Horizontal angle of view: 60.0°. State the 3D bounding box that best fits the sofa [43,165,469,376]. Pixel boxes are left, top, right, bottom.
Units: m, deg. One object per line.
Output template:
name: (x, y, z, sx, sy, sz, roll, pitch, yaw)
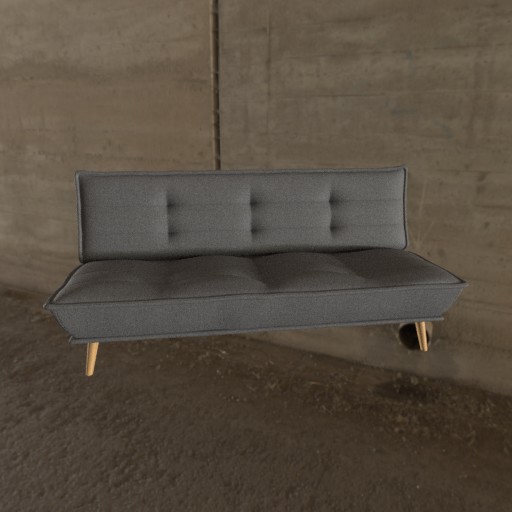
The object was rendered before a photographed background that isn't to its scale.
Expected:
sofa: (0.000, 0.000, 2.410, 1.940, 0.890, 0.950, -2, 17, -8)
